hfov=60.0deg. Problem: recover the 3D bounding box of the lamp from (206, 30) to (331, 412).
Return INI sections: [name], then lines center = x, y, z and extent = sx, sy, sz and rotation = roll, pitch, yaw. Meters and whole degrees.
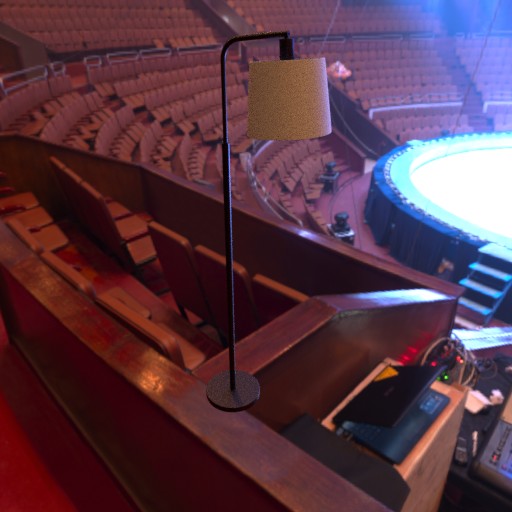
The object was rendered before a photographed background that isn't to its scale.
[lamp]
center = 0.000, 0.000, 1.631
extent = 0.508, 1.478, 0.254
rotation = 18, 32, 32
